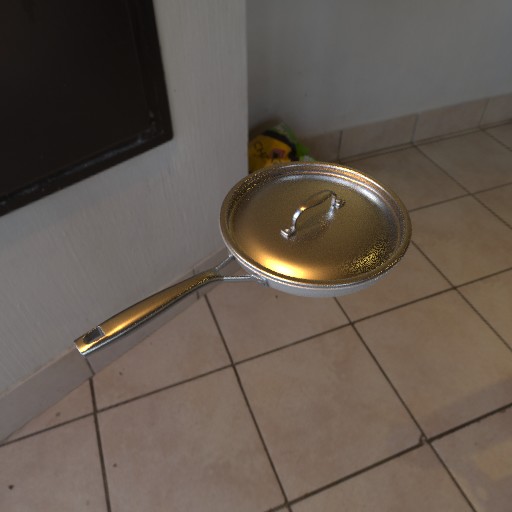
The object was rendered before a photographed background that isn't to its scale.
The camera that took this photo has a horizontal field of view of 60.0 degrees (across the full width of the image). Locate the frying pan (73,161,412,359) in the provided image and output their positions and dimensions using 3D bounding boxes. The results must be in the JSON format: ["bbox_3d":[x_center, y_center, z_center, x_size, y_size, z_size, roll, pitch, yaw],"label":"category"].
[{"bbox_3d":[0.000,0.000,0.592,0.490,0.086,0.272,-31,53,-27],"label":"frying pan"}]
